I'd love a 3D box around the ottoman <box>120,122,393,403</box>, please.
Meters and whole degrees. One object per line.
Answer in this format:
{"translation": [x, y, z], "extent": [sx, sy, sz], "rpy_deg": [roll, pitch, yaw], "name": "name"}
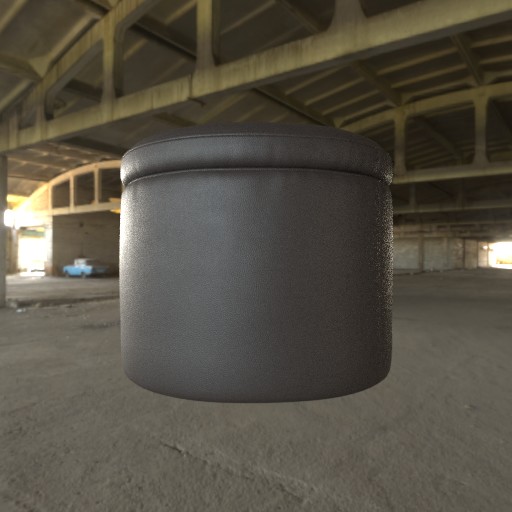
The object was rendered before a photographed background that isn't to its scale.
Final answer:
{"translation": [0.000, 0.000, 0.847], "extent": [0.500, 0.409, 0.500], "rpy_deg": [0, 0, 0], "name": "ottoman"}
